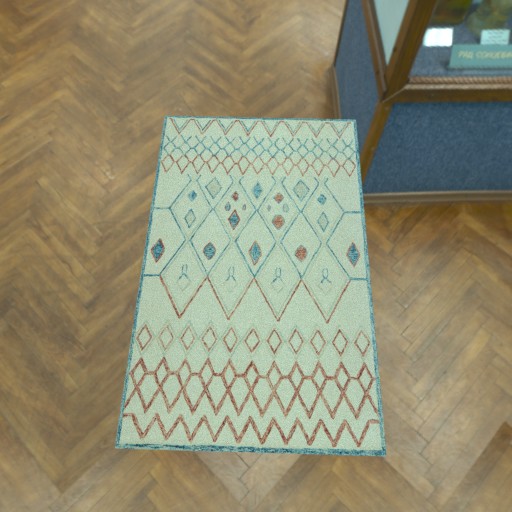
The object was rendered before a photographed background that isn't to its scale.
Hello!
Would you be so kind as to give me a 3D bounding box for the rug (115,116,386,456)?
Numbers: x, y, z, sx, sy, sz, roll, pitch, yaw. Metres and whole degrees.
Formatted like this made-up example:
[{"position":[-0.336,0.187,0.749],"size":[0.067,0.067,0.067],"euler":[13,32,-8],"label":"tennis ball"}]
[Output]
[{"position":[0.000,0.000,3.008],"size":[1.524,0.015,2.438],"euler":[1,64,1],"label":"rug"}]
